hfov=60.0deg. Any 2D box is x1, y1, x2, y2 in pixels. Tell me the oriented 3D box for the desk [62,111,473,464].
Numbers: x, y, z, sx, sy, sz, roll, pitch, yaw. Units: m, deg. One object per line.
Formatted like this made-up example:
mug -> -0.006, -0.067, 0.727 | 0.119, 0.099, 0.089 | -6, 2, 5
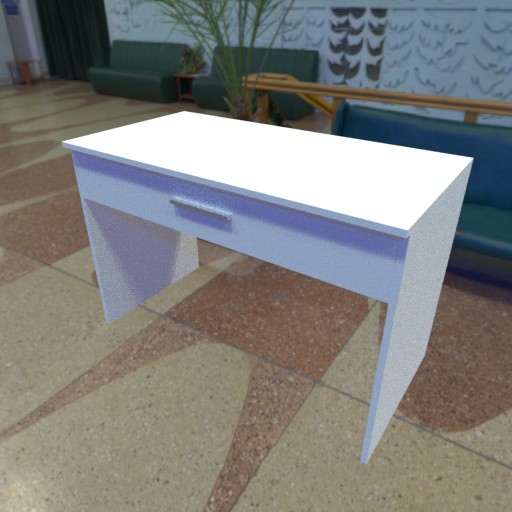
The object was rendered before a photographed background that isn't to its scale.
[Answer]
desk -> 0.000, 0.000, 1.499 | 1.100, 0.730, 0.560 | 19, 35, 30
